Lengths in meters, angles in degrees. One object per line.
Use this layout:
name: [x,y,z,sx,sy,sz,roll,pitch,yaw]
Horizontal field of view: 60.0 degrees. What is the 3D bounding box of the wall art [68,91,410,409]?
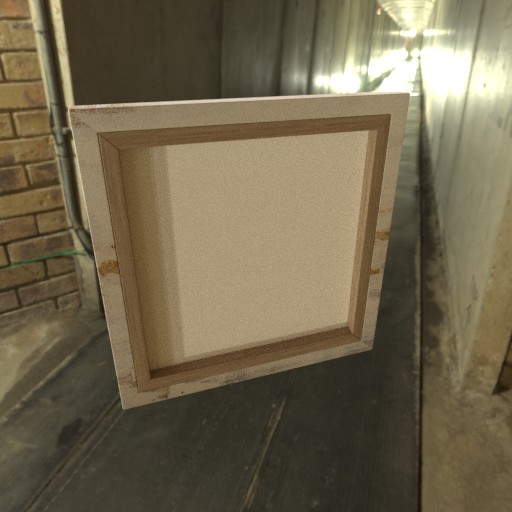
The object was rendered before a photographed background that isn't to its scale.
wall art: [0.000,0.000,0.909,0.611,0.613,0.040,-9,28,-17]
